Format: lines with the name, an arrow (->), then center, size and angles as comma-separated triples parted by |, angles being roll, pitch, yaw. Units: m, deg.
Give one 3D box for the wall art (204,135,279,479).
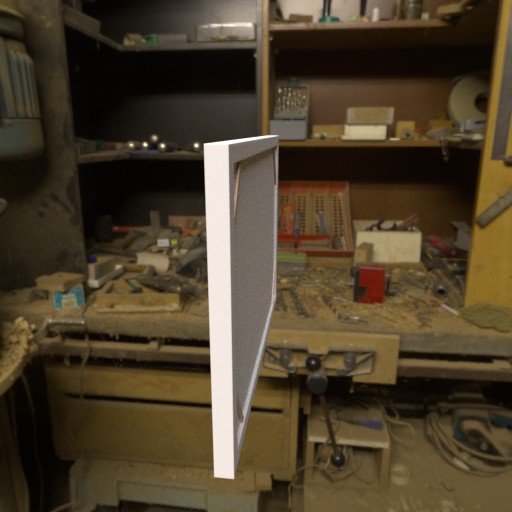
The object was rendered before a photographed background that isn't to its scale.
wall art -> 0.000, 0.000, 1.185 | 0.038, 0.609, 0.914 | 2, 16, 7
